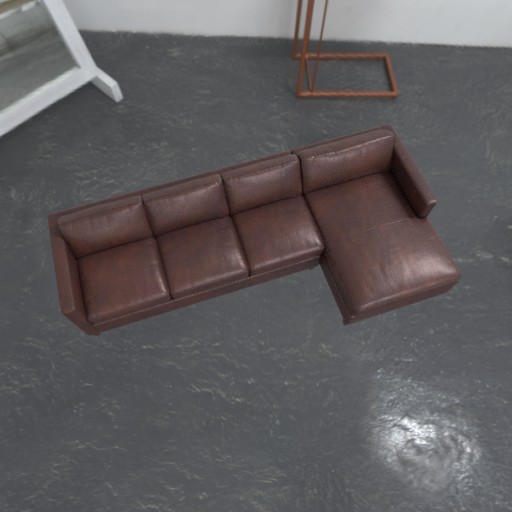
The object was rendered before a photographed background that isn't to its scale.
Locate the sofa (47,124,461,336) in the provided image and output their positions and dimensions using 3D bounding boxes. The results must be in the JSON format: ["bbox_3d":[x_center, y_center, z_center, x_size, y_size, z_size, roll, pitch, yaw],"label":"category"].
[{"bbox_3d":[0.000,0.000,3.894,3.203,0.883,1.581,-17,65,-8],"label":"sofa"}]
